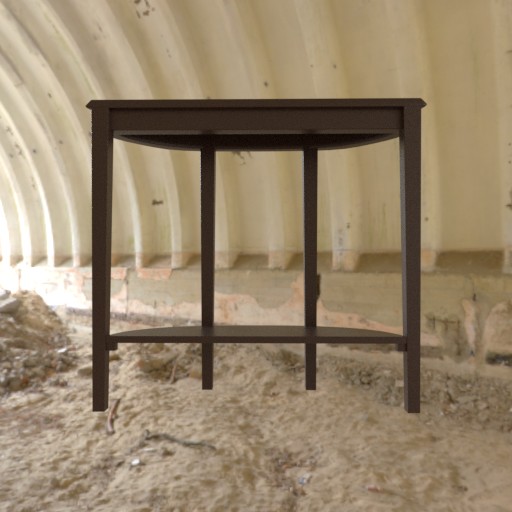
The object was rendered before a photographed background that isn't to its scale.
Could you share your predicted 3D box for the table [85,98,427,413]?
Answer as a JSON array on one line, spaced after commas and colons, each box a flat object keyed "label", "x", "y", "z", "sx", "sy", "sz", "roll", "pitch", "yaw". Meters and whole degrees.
[{"label": "table", "x": 0.000, "y": 0.000, "z": 1.307, "sx": 0.909, "sy": 0.831, "sz": 0.274, "roll": 0, "pitch": -1, "yaw": 1}]
